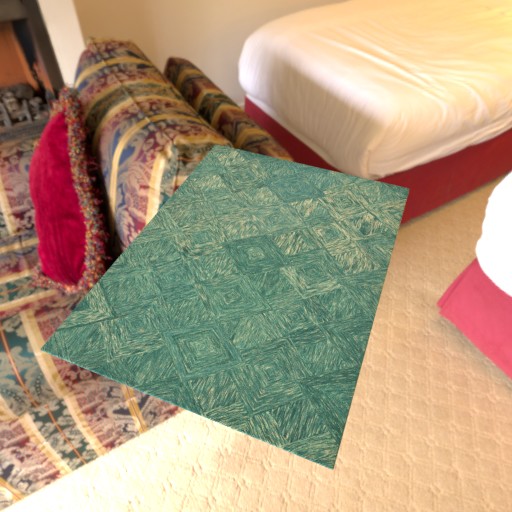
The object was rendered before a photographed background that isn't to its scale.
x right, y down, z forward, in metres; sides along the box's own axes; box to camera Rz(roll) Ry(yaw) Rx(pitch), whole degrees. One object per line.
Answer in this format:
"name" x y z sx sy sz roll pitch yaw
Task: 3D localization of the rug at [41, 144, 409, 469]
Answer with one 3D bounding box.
"rug" 0.000 0.000 4.250 2.405 0.027 3.217 16 48 15
